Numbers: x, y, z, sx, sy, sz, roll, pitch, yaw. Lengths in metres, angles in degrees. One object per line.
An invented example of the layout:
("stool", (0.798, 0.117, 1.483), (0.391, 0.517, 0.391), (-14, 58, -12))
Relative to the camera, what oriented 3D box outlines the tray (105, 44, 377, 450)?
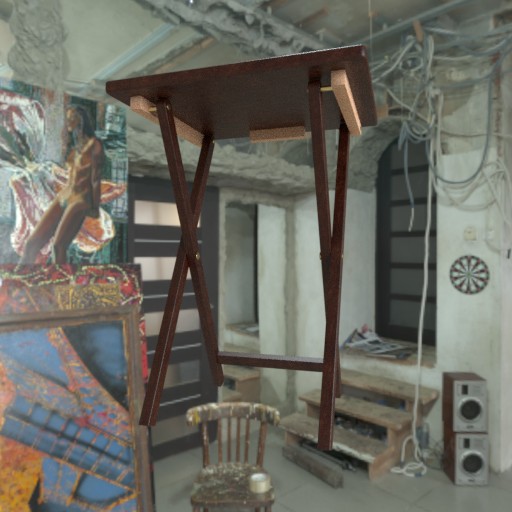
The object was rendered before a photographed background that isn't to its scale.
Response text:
("tray", (0.000, 0.000, 0.942), (0.483, 0.660, 0.381), (0, 0, 18))
